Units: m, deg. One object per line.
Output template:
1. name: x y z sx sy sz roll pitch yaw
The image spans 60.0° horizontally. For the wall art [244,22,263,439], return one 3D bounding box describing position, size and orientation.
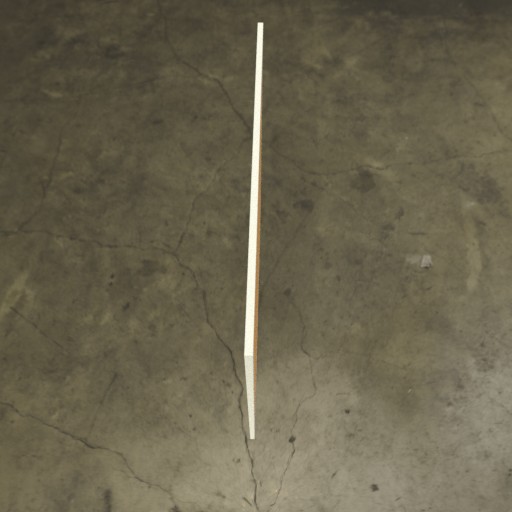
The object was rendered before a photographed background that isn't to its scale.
1. wall art: 0.000 0.000 1.201 0.013 0.813 0.812 1 60 1
